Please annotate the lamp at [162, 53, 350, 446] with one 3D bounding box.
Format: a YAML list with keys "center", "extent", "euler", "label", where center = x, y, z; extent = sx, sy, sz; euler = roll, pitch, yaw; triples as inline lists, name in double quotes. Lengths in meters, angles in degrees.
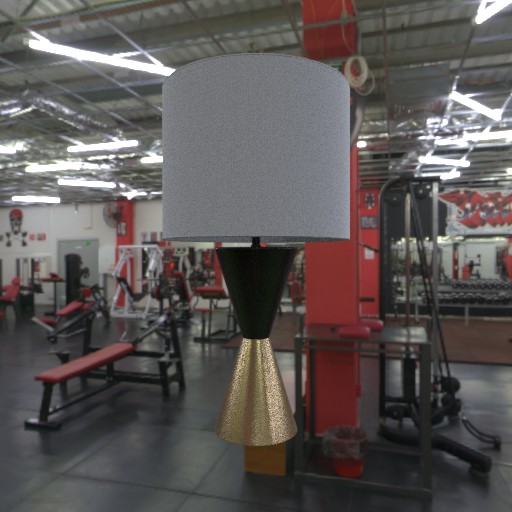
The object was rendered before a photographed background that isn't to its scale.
- center: [0.000, 0.000, 0.735]
  extent: [0.304, 0.573, 0.304]
  euler: [0, 0, 19]
  label: "lamp"
